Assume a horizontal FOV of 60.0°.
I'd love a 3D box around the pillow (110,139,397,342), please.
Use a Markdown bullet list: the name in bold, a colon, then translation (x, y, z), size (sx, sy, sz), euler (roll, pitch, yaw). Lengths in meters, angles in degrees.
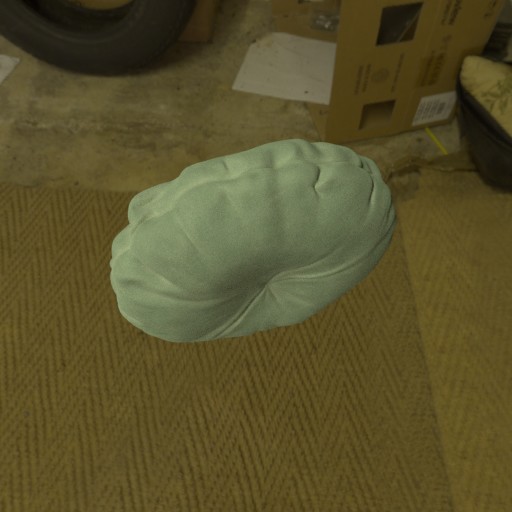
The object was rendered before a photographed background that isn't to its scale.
- **pillow**: translation (0.000, 0.000, 0.655), size (0.428, 0.407, 0.148), euler (-15, 61, -8)
